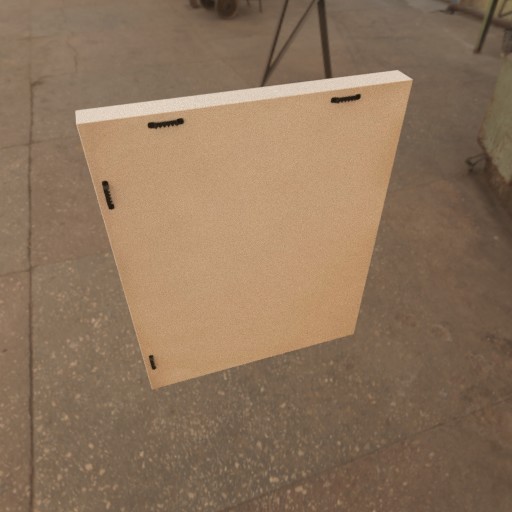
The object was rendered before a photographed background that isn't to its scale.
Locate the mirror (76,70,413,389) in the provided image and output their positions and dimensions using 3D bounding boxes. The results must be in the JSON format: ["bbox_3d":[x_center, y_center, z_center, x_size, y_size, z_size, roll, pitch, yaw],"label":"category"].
[{"bbox_3d":[0.000,0.000,0.690,0.406,0.509,0.041,-12,43,-13],"label":"mirror"}]
